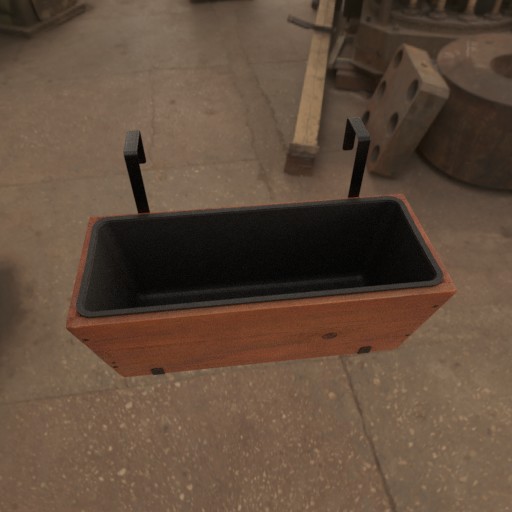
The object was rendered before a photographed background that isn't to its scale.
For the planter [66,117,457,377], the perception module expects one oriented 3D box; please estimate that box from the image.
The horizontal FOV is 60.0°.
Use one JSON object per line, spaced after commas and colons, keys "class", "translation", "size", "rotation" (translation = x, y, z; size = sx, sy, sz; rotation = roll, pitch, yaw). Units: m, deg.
{"class": "planter", "translation": [0.000, 0.000, 0.657], "size": [0.480, 0.289, 0.262], "rotation": [-5, 46, -5]}
